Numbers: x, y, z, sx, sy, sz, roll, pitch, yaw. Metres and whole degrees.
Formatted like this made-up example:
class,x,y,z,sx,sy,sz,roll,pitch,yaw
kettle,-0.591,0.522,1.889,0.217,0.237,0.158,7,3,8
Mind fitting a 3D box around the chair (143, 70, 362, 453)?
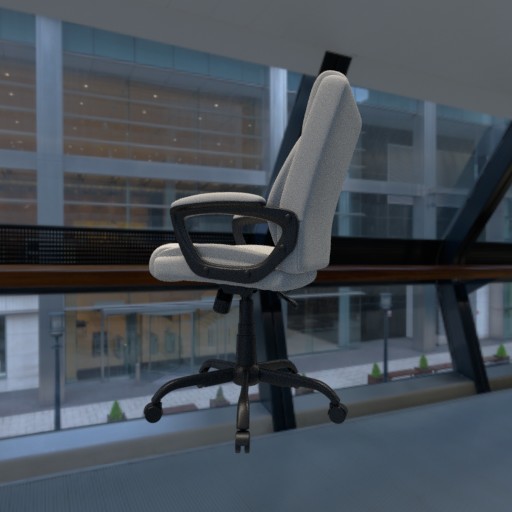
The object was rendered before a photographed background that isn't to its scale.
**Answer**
class,x,y,z,sx,sy,sz,roll,pitch,yaw
chair,0.000,0.000,1.507,0.669,1.065,0.663,0,1,19
